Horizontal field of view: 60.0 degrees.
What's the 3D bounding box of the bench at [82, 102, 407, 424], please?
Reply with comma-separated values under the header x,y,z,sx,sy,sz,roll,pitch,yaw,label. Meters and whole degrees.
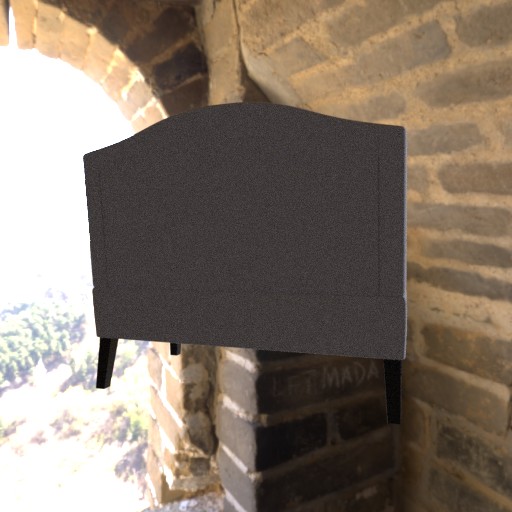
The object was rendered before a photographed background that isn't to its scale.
x,y,z,sx,sy,sz,roll,pitch,yaw,label
0.000,0.000,2.068,1.335,1.180,0.815,0,1,19,bench
